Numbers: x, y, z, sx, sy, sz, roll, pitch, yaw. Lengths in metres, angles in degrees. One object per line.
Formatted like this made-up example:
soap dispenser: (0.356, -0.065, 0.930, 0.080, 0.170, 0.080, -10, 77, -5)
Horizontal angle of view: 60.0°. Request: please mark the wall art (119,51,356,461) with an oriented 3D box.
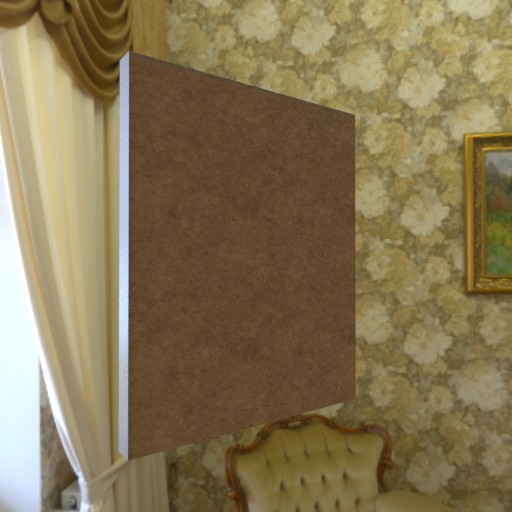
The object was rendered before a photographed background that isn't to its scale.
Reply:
wall art: (0.000, 0.000, 0.747, 0.453, 0.554, 0.037, 0, -1, -36)
